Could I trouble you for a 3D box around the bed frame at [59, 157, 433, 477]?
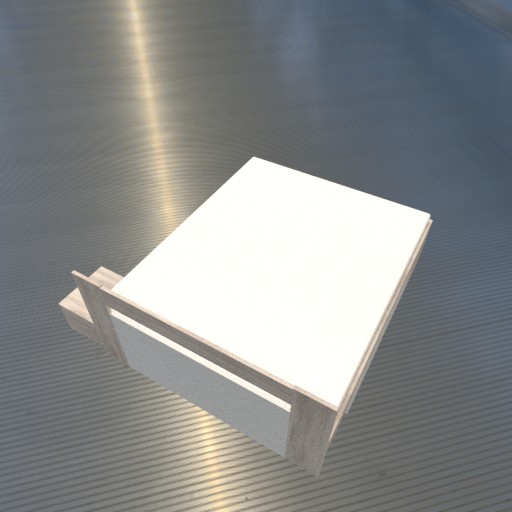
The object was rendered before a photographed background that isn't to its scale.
[{"bbox_3d":[0.000,0.000,3.267,2.040,0.860,2.050,23,50,21],"label":"bed frame"}]
